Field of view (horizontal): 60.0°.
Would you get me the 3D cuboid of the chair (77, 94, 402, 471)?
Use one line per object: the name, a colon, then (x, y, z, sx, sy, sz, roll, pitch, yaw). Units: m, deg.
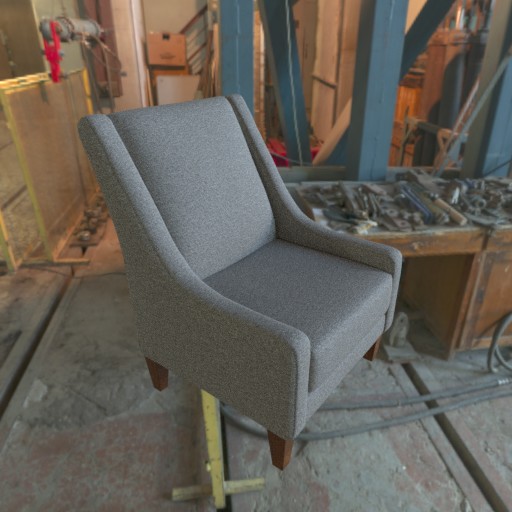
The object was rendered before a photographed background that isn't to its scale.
chair: (0.000, 0.000, 1.627, 0.870, 1.016, 0.774, 19, 32, 33)
